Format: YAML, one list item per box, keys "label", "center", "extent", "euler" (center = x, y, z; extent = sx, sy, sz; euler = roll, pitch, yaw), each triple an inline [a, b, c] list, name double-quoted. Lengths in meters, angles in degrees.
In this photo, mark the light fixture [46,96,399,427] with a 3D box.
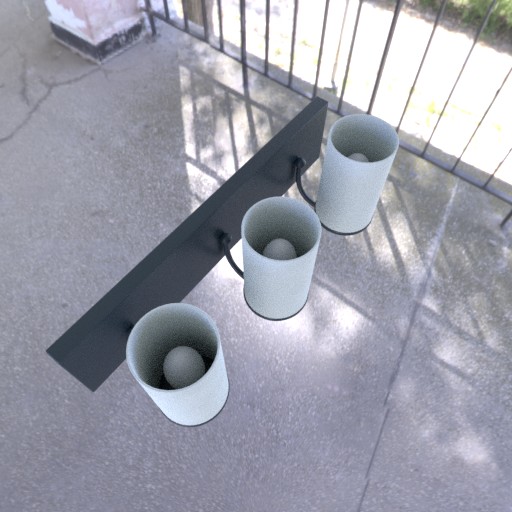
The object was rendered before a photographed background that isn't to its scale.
- label: "light fixture"
  center: [0.000, 0.000, 0.522]
  extent: [0.145, 0.172, 0.451]
  euler: [34, 64, 19]
